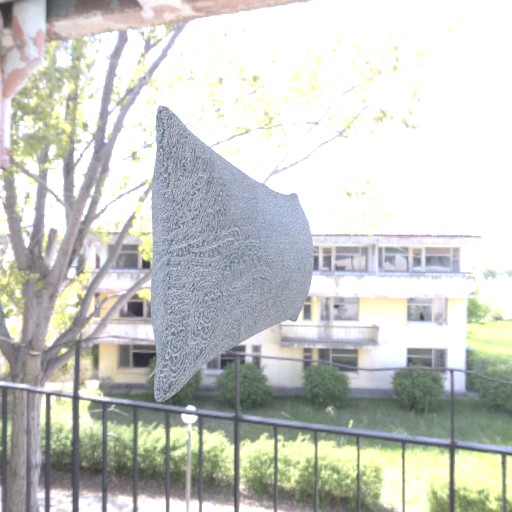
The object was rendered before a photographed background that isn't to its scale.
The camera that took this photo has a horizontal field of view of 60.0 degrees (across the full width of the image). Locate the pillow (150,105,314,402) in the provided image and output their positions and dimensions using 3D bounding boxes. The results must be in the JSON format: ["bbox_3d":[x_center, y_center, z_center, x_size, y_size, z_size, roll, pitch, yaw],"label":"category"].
[{"bbox_3d":[0.000,0.000,0.726,0.151,0.295,0.615,0,-1,18],"label":"pillow"}]
